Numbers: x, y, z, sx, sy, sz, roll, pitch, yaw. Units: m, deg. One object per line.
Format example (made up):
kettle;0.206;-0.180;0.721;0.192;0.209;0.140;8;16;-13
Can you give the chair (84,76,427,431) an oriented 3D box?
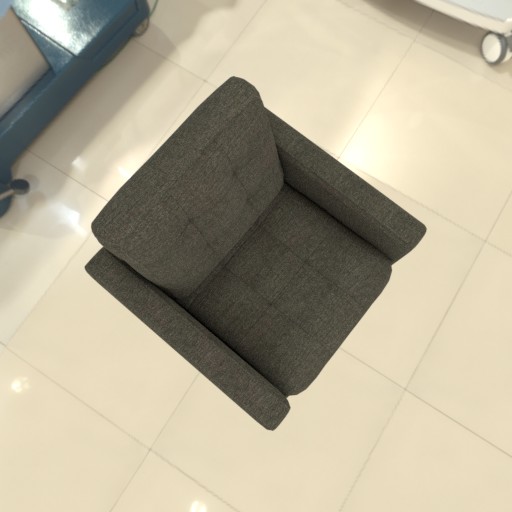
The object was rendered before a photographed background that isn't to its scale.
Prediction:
chair;0.000;0.000;1.548;0.843;0.880;0.821;39;80;8
